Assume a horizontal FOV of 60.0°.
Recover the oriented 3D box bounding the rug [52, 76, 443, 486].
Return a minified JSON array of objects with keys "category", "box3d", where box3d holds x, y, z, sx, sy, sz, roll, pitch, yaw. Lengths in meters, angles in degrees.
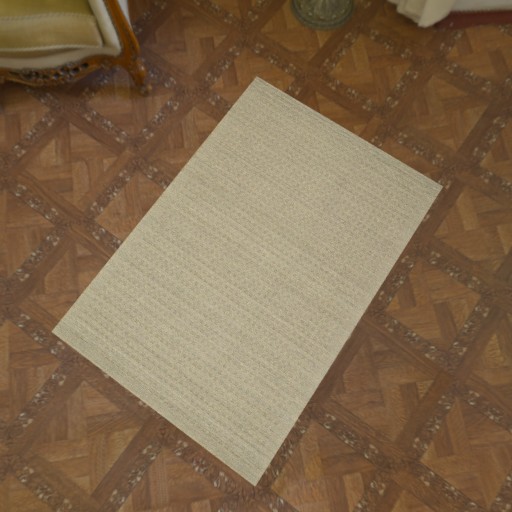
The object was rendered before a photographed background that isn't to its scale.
[{"category":"rug","box3d":[0.000,0.000,3.716,1.981,0.006,2.895,34,77,9]}]
